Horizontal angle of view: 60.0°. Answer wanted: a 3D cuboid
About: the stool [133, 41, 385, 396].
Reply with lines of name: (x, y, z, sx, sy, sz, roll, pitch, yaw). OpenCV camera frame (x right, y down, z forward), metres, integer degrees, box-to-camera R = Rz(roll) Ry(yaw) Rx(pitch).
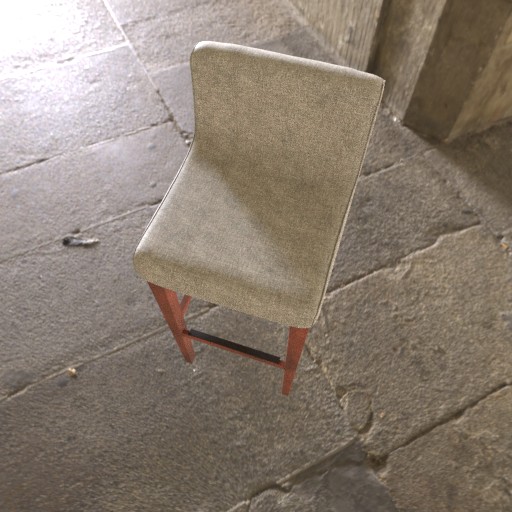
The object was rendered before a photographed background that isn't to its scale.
stool: (0.000, 0.000, 1.249, 0.426, 0.965, 0.499, 16, 60, 10)
